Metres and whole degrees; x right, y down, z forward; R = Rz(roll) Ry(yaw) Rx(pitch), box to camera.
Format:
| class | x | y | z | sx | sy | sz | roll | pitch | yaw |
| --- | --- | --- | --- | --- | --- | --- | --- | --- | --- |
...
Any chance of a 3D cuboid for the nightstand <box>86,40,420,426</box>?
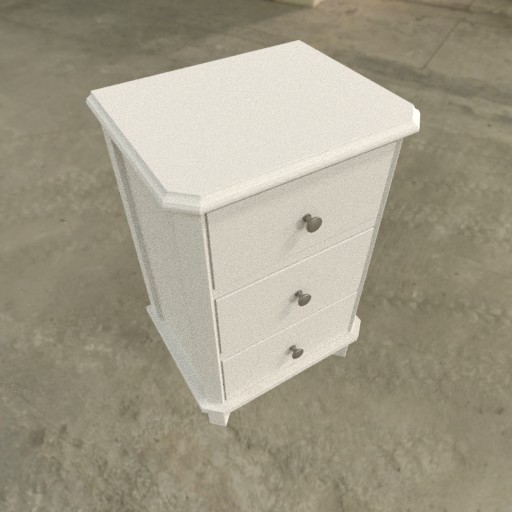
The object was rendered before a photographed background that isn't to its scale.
| class | x | y | z | sx | sy | sz | roll | pitch | yaw |
| --- | --- | --- | --- | --- | --- | --- | --- | --- | --- |
| nightstand | 0.000 | 0.000 | 0.931 | 0.435 | 0.681 | 0.351 | -24 | 51 | -21 |
